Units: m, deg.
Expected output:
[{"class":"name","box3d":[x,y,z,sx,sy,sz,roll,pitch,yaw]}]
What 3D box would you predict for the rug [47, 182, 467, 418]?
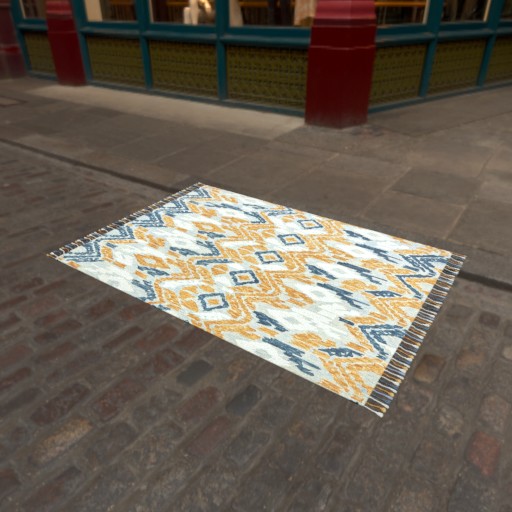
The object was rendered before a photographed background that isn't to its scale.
[{"class":"rug","box3d":[0.000,0.000,2.308,1.827,0.008,1.230,19,36,29]}]
